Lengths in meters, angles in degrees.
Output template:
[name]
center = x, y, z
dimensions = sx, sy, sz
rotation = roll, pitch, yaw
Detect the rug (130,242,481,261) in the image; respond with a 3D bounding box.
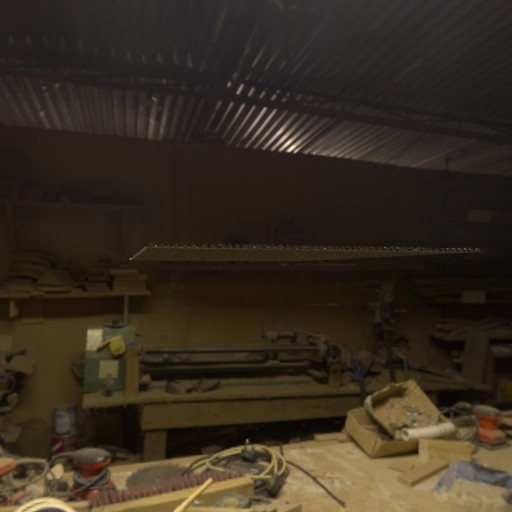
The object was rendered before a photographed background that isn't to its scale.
[rug]
center = 0.000, 0.000, 3.044
dimensions = 1.613, 0.017, 2.312
rotation = 1, -2, -18
